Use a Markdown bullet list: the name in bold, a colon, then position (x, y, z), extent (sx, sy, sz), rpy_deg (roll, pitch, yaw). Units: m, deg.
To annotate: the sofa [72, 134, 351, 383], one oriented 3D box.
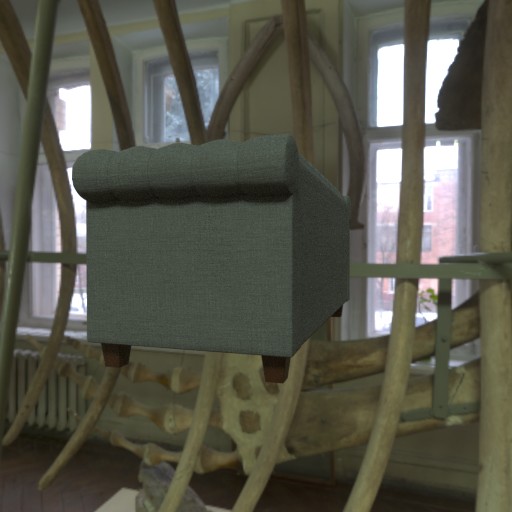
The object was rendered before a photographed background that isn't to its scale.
- **sofa**: position (0.000, 0.000, 2.249), extent (0.783, 0.797, 1.798), rpy_deg (0, 1, 18)
